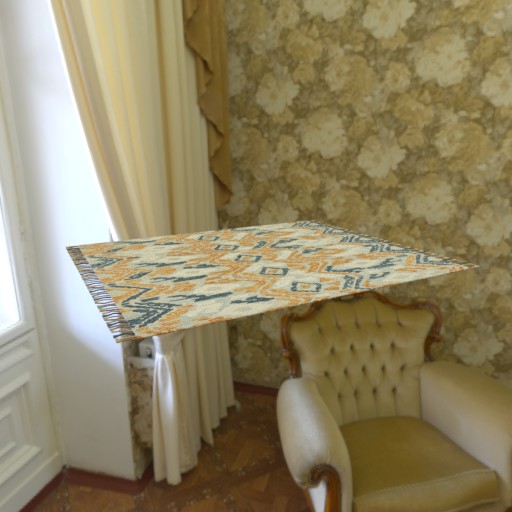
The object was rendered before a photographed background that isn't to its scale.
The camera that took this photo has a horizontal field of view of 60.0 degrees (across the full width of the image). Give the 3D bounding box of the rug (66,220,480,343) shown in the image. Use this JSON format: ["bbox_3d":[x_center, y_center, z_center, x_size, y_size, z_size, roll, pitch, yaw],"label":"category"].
[{"bbox_3d":[0.000,0.000,4.125,3.048,0.010,2.439,-8,17,-27],"label":"rug"}]
